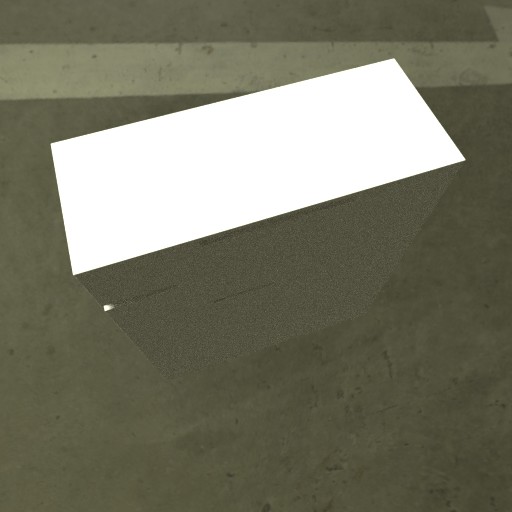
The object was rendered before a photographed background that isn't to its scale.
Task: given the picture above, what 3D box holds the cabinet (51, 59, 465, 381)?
[{"bbox_3d":[0.000,0.000,1.679,1.000,1.190,0.400,-17,64,-8],"label":"cabinet"}]
